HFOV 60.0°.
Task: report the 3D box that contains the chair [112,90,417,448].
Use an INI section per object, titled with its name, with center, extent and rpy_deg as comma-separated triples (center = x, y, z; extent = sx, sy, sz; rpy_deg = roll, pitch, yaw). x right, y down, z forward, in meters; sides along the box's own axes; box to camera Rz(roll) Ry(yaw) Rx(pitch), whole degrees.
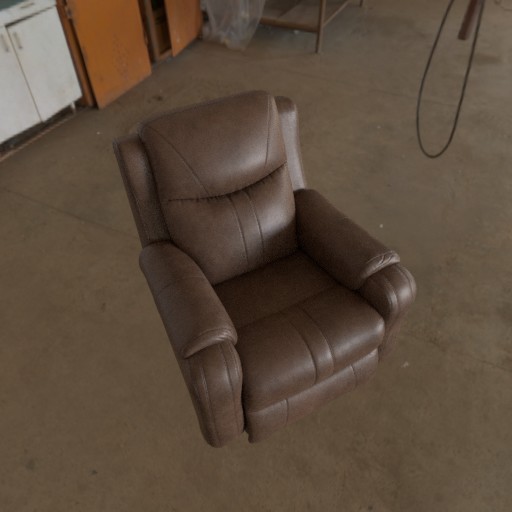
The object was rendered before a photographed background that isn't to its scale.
[chair]
center = 0.000, 0.000, 1.827
extent = 0.940, 0.990, 1.067
rpy_deg = -21, 50, -19
